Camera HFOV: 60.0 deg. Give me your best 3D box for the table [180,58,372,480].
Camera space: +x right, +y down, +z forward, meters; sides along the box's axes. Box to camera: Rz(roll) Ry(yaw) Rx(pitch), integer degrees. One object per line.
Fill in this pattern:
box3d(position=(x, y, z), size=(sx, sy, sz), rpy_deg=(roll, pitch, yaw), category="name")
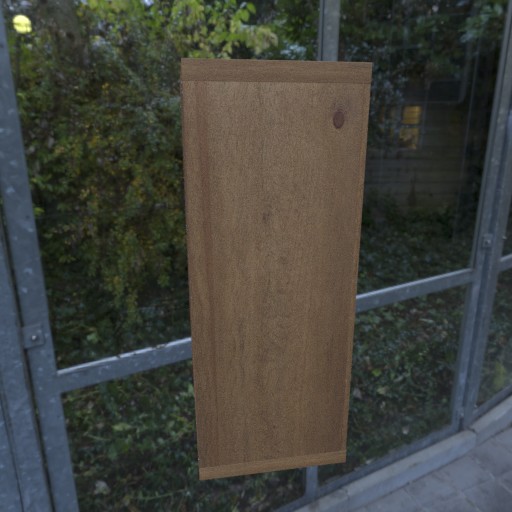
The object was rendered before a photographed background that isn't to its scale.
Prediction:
box3d(position=(0.000, 0.000, 1.732), size=(0.524, 1.294, 0.901), rpy_deg=(-3, 17, -9), category="table")
